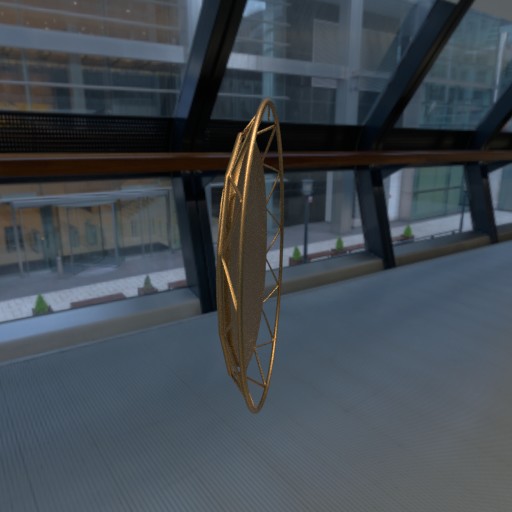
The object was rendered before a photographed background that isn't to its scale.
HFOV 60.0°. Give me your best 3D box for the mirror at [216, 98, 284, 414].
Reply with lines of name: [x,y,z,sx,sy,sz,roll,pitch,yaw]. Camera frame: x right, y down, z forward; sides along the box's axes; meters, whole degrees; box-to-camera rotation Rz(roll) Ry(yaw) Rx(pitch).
mirror: [0.000,0.000,0.678,0.043,0.454,0.454,2,15,9]
